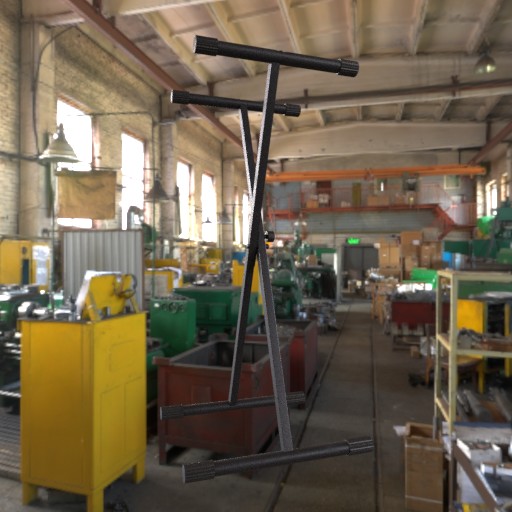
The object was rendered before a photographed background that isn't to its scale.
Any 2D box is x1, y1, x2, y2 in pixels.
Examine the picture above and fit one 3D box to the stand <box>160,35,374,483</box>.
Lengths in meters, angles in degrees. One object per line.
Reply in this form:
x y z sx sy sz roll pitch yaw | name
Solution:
0.000 0.000 1.168 0.449 0.940 0.409 0 0 -19 | stand
